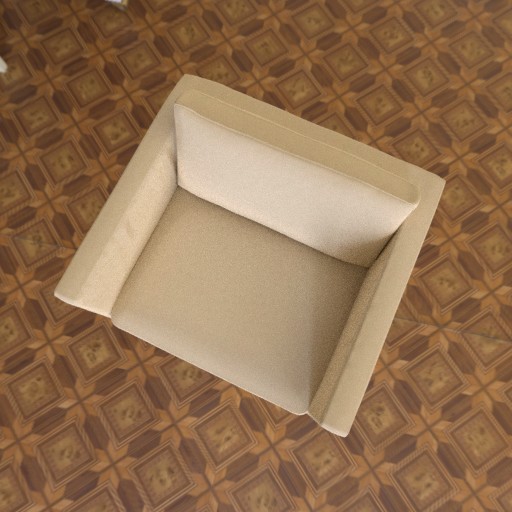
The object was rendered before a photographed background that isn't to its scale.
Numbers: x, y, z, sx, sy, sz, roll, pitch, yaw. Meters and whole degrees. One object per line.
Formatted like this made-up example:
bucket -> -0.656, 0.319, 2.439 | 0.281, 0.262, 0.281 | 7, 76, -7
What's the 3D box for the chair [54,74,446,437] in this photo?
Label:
chair -> 0.000, 0.000, 1.732 | 1.057, 0.851, 0.947 | 24, 77, 6
